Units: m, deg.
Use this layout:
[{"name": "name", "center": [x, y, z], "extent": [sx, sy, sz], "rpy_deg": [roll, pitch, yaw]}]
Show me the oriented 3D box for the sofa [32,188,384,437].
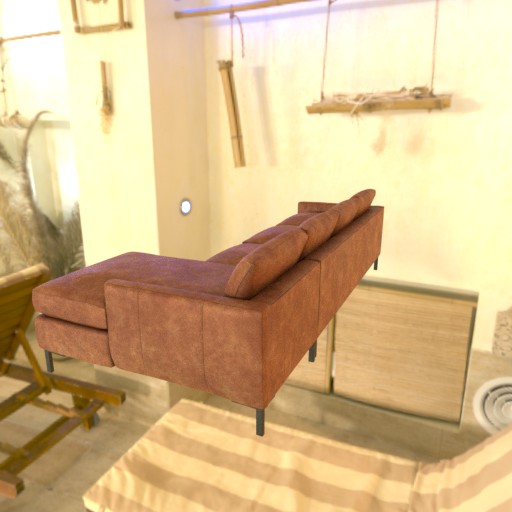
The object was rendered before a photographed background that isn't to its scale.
[{"name": "sofa", "center": [0.000, 0.000, 3.516], "extent": [1.471, 0.859, 2.993], "rpy_deg": [7, 17, 24]}]
